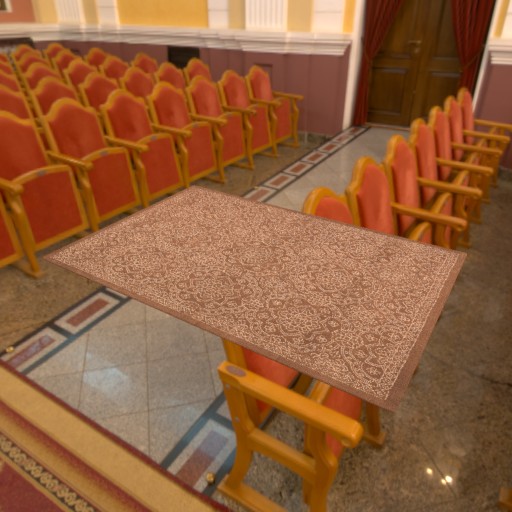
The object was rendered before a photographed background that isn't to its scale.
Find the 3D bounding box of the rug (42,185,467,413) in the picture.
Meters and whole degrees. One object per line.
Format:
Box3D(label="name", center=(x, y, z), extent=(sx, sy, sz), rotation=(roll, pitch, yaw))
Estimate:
Box3D(label="rug", center=(0.000, 0.000, 2.856), extent=(2.286, 0.011, 1.524), rotation=(18, 34, 28))
